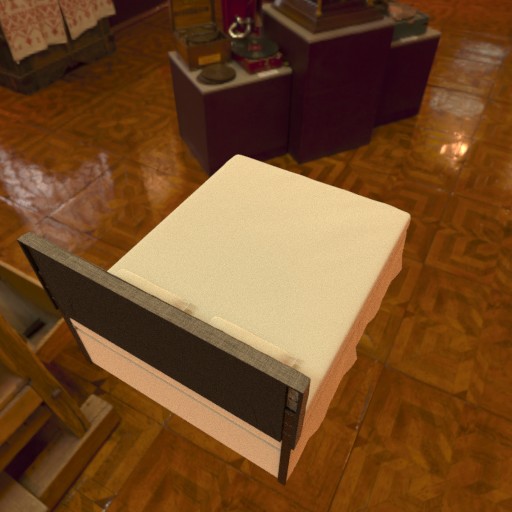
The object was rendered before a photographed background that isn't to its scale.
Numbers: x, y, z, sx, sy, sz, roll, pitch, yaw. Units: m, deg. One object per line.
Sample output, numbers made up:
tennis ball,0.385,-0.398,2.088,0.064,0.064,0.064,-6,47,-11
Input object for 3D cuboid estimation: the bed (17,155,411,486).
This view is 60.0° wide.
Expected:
bed,0.000,0.000,2.901,1.621,1.168,1.958,23,51,21
